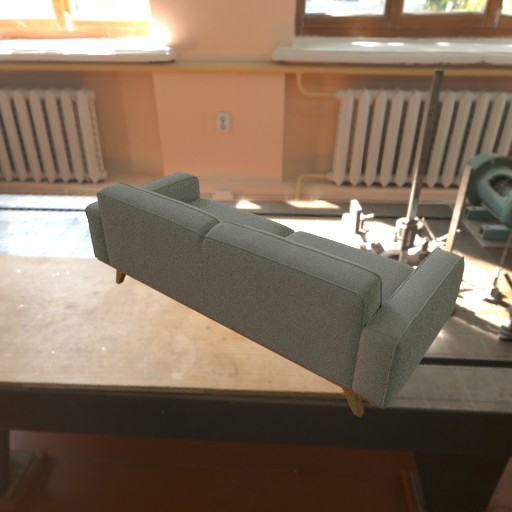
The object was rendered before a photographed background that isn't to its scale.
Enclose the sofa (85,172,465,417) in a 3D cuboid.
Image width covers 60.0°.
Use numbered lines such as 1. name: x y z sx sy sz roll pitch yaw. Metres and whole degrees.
1. sofa: 0.000 0.000 2.815 2.270 0.781 0.956 21 36 32
